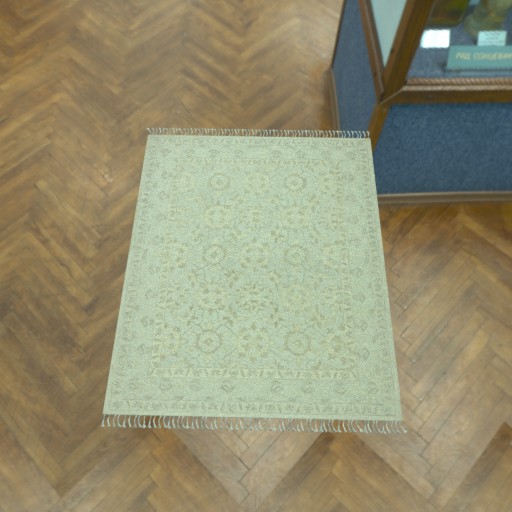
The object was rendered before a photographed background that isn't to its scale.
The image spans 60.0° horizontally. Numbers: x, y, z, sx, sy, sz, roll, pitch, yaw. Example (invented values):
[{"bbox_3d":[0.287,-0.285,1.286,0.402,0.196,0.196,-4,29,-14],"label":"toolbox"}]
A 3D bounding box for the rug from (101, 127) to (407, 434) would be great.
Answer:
[{"bbox_3d":[0.000,0.000,4.138,2.444,0.013,3.043,1,64,1],"label":"rug"}]
